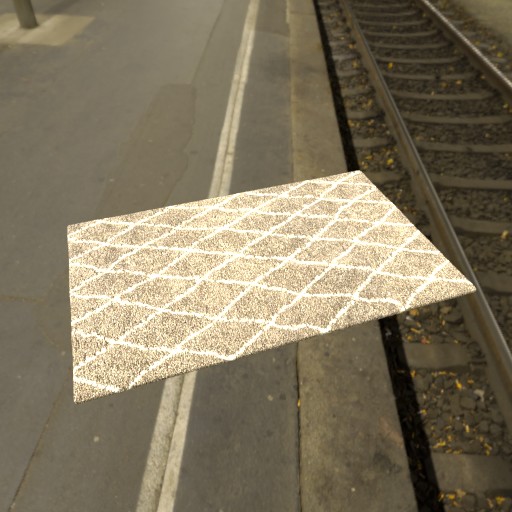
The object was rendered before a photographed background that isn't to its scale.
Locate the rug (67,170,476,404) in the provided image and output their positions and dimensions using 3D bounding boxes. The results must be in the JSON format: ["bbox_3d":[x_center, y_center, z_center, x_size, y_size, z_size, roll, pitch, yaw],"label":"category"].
[{"bbox_3d":[0.000,0.000,3.044,2.438,0.030,1.524,-13,43,-14],"label":"rug"}]
